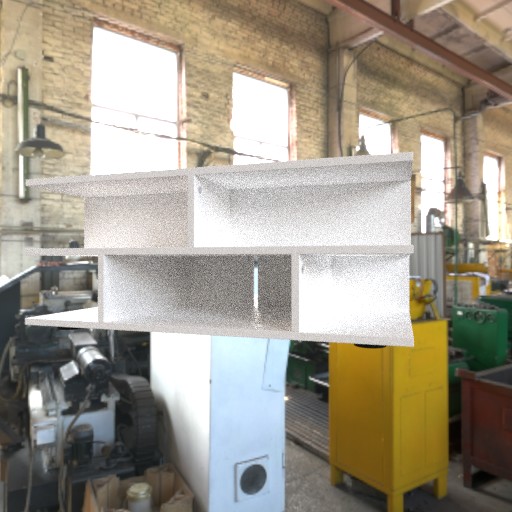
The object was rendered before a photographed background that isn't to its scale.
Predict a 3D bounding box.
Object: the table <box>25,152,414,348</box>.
[{"bbox_3d":[0.000,0.000,1.072,0.700,0.289,0.700,0,-1,18],"label":"table"}]
